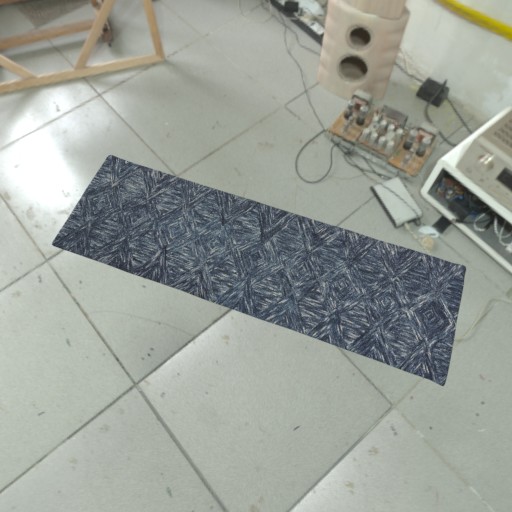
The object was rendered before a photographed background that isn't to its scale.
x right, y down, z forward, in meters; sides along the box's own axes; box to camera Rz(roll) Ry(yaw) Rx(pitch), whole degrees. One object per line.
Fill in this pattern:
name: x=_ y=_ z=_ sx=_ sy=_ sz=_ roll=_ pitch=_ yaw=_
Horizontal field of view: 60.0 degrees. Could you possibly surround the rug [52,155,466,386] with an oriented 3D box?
rug: x=0.000 y=0.000 z=2.559 sx=2.306 sy=0.013 sz=0.719 roll=18 pitch=66 yaw=9
